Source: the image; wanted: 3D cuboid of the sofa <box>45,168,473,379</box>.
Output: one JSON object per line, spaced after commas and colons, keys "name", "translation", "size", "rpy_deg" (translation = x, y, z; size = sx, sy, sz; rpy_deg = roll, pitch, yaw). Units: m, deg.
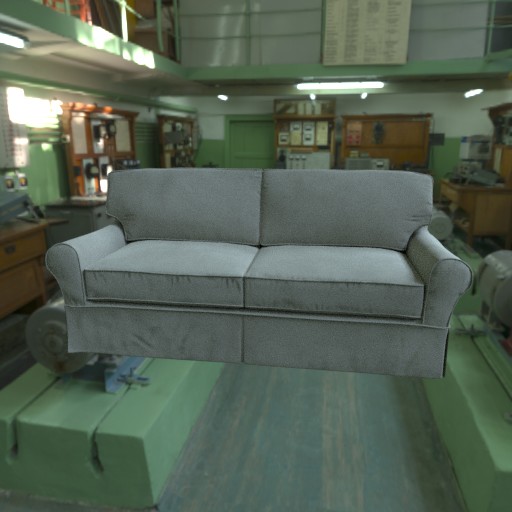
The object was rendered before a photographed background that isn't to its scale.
{"name": "sofa", "translation": [0.000, 0.000, 2.701], "size": [2.246, 1.014, 0.900], "rpy_deg": [2, 15, 8]}
